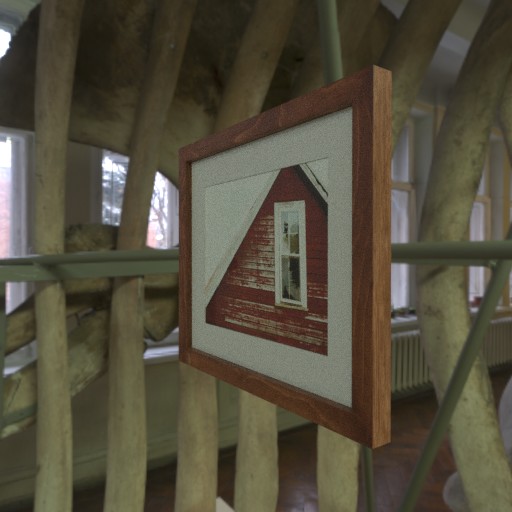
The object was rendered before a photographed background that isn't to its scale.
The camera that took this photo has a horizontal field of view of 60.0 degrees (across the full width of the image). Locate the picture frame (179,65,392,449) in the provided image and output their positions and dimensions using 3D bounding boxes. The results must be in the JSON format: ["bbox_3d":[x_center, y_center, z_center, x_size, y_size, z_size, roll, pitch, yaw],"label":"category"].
[{"bbox_3d":[0.000,0.000,0.543,0.025,0.330,0.381,0,1,-35],"label":"picture frame"}]
